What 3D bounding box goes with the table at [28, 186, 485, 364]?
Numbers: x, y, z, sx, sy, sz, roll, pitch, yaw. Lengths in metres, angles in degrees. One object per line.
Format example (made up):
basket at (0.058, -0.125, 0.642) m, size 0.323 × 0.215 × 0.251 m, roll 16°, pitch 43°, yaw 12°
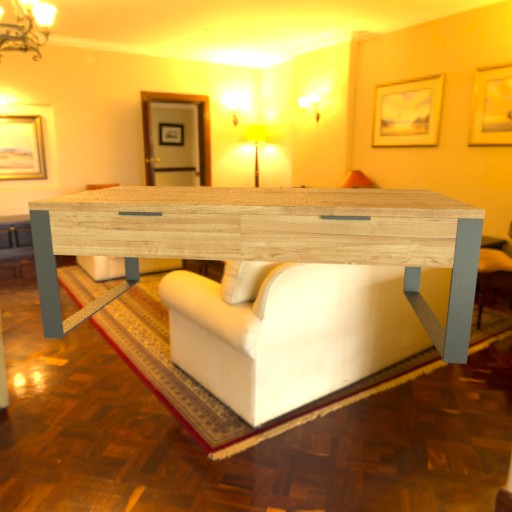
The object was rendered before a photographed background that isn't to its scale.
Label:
table at (0.000, 0.000, 1.454) m, size 1.180 × 0.400 × 0.590 m, roll 2°, pitch 13°, yaw 8°
